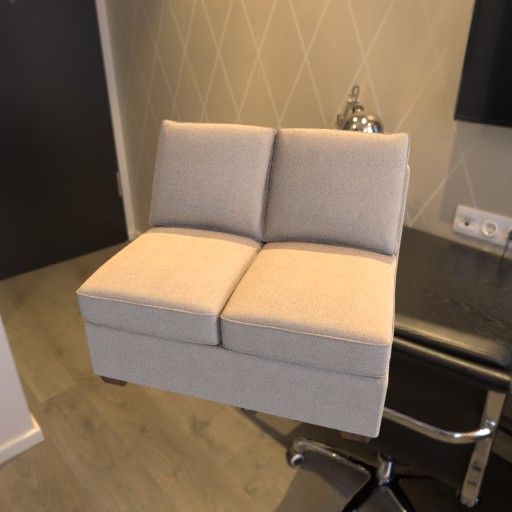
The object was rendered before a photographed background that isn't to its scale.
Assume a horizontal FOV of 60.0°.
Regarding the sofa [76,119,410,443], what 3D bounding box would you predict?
[{"bbox_3d":[0.000,0.000,1.976,1.232,1.006,0.978,8,28,15],"label":"sofa"}]
